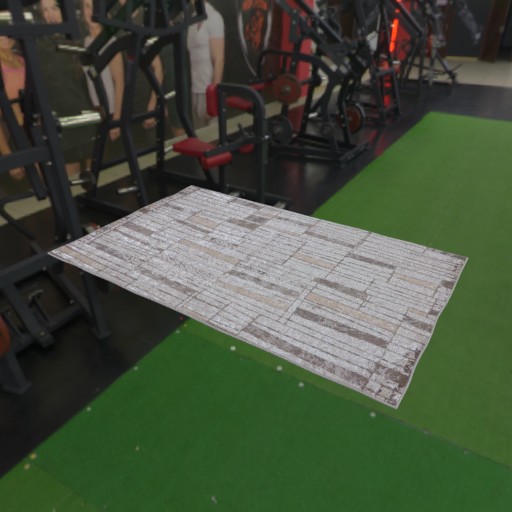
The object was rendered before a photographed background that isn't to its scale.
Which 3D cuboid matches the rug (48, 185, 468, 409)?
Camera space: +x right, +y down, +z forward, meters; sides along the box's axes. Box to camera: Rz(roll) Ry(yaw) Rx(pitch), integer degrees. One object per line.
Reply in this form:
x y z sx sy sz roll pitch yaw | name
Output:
0.000 0.000 3.027 2.444 0.023 1.531 18 35 28 | rug
